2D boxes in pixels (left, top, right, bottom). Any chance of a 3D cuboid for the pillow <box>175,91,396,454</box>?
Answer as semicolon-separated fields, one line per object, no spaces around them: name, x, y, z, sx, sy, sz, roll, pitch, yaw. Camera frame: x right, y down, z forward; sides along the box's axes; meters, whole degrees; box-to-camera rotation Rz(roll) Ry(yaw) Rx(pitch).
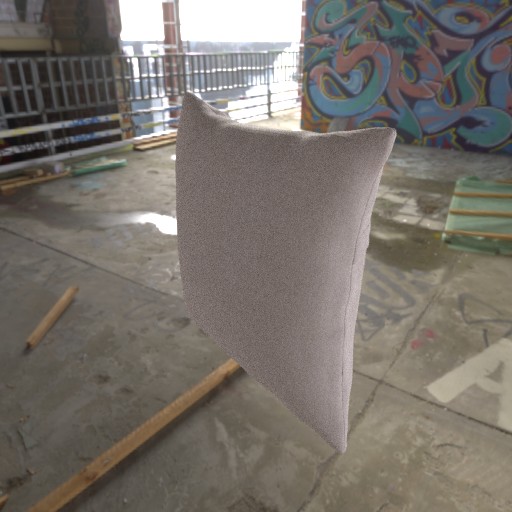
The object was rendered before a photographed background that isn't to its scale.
pillow;0.000;0.000;0.672;0.173;0.436;0.433;-17;31;-31
